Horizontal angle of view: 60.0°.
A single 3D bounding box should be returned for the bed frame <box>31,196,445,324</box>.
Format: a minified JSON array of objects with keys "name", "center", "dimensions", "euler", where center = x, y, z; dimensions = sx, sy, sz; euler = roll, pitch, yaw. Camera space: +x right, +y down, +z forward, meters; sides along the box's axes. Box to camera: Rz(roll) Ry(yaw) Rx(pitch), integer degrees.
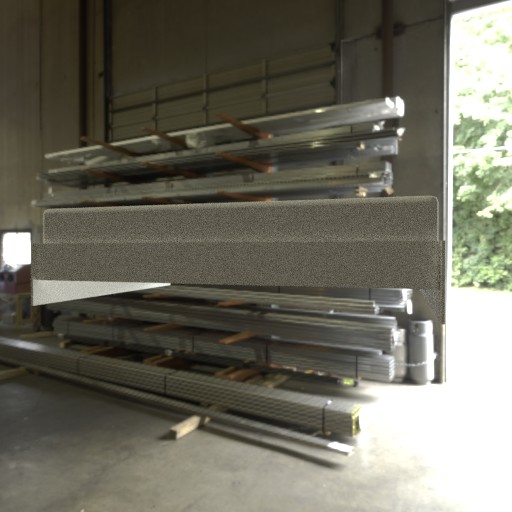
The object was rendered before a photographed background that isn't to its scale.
[{"name":"bed frame","center":[0.000,0.000,2.651],"dimensions":[1.945,0.497,1.445],"euler":[0,1,17]}]
